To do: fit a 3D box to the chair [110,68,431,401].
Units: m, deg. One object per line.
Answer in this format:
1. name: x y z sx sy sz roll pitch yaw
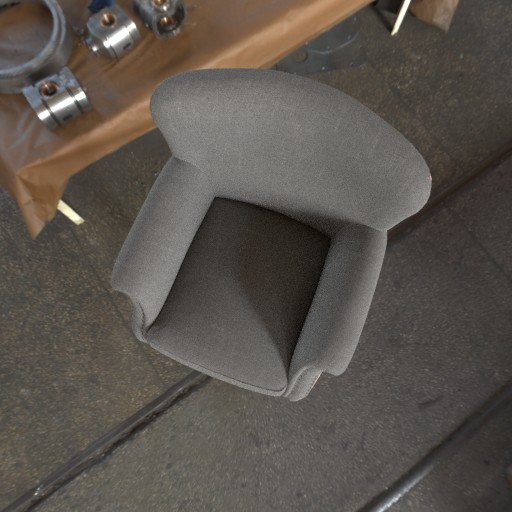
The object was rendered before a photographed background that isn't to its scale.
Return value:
1. chair: 0.000 0.000 1.629 0.861 0.936 0.921 20 77 5
